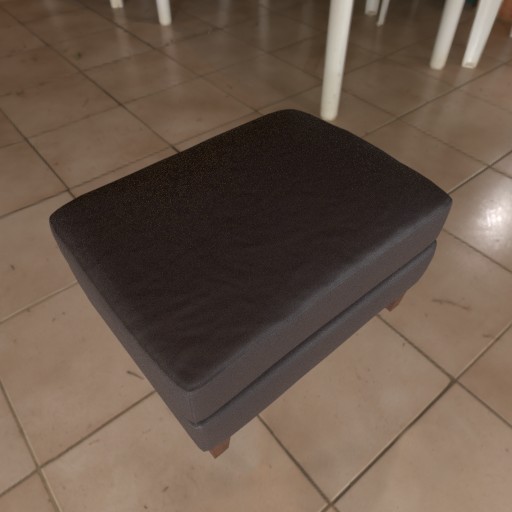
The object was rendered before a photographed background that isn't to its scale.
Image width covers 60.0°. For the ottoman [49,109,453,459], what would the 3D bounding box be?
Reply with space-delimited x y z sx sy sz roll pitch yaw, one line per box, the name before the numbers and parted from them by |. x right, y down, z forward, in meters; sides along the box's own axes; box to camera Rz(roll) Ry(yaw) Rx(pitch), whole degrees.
ottoman | 0.000 0.000 1.262 0.887 0.529 0.659 -32 55 -26
